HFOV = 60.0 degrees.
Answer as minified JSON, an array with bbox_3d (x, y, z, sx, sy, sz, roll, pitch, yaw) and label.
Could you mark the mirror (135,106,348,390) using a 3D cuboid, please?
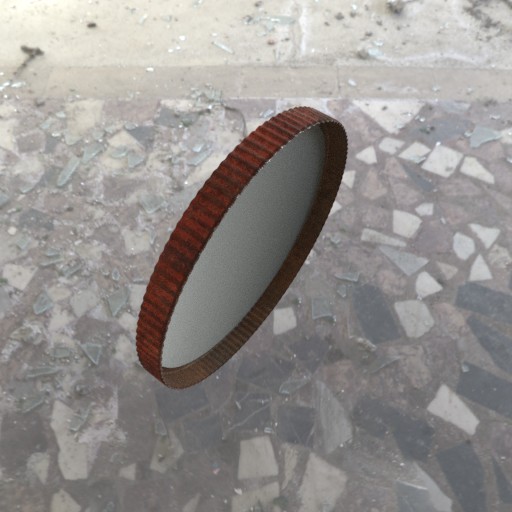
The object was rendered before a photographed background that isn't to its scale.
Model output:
[{"bbox_3d":[0.000,0.000,0.907,0.056,0.609,0.609,33,64,18],"label":"mirror"}]
